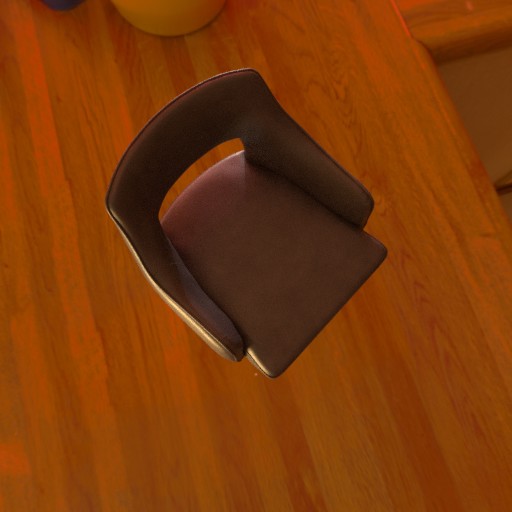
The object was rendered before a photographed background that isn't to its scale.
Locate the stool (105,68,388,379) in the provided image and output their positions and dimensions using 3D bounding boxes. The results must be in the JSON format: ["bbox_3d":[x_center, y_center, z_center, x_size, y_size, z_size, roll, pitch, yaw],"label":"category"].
[{"bbox_3d":[0.000,0.000,1.307,0.560,0.936,0.550,42,79,10],"label":"stool"}]
